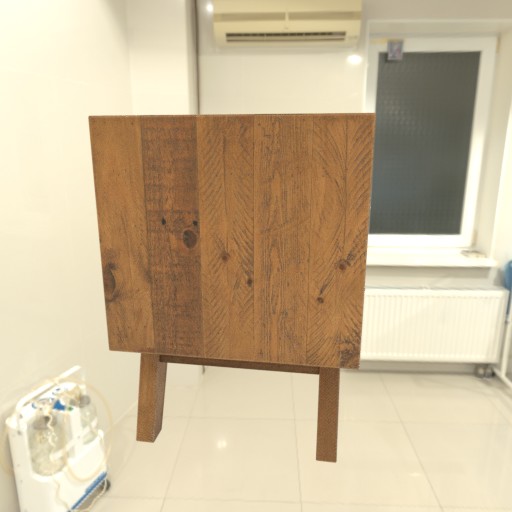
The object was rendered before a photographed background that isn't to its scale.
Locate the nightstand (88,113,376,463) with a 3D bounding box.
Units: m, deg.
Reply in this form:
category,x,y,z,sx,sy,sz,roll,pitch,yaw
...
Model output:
category,x,y,z,sx,sy,sz,roll,pitch,yaw
nightstand,0.000,0.000,1.044,0.450,0.599,0.650,2,15,9
